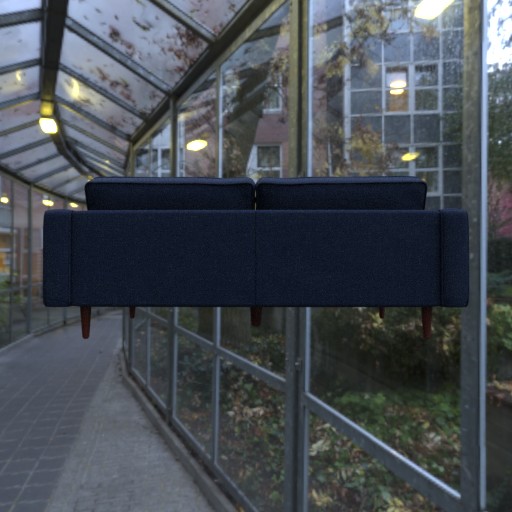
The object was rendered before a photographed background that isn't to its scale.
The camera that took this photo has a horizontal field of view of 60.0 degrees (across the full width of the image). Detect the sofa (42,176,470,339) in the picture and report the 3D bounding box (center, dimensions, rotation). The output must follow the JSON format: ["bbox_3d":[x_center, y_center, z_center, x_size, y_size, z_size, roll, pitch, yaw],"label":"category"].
[{"bbox_3d":[0.000,0.000,2.385,1.880,0.762,0.914,0,-1,1],"label":"sofa"}]
